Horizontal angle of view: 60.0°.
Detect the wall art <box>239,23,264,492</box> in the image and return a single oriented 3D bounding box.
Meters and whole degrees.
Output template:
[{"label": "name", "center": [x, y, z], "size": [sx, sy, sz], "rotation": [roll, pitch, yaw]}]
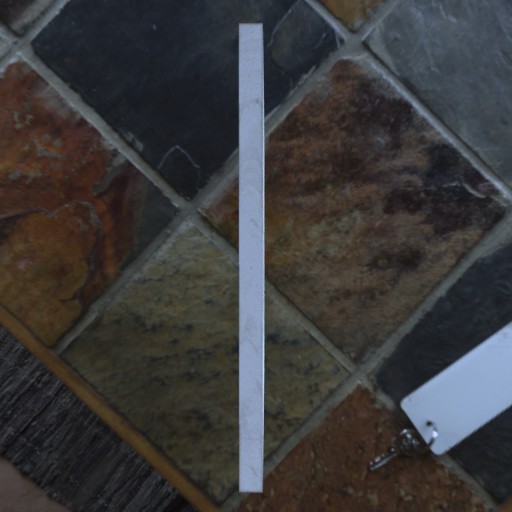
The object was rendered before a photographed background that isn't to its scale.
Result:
[{"label": "wall art", "center": [0.000, 0.000, 1.096], "size": [0.038, 0.757, 0.760], "rotation": [0, 91, 1]}]
